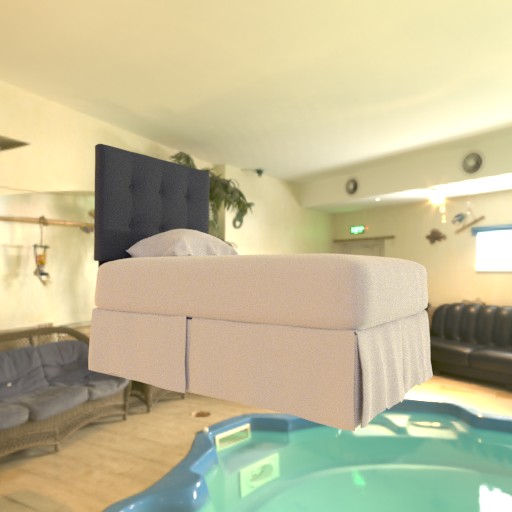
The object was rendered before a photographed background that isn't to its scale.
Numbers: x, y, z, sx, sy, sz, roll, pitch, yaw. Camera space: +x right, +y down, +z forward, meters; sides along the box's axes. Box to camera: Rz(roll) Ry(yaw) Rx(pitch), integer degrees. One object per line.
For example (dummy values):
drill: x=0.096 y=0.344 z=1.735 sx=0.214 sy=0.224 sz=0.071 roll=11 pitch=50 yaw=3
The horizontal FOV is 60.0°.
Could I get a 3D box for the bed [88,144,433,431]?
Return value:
bed: x=0.000 y=0.000 z=2.964 sx=1.997 sy=1.571 sz=1.261 roll=-1 pitch=-2 yaw=35
